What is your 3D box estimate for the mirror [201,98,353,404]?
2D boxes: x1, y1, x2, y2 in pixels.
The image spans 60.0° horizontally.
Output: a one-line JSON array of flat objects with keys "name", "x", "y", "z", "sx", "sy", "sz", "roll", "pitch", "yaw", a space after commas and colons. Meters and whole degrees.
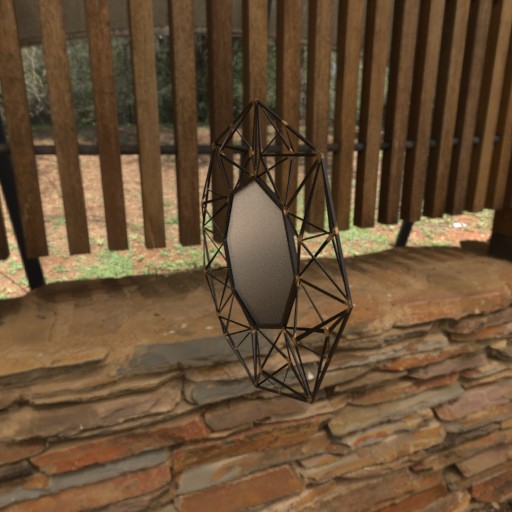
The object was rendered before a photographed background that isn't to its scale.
[{"name": "mirror", "x": 0.000, "y": 0.000, "z": 1.056, "sx": 0.094, "sy": 0.710, "sz": 0.710, "roll": -8, "pitch": 18, "yaw": -26}]
